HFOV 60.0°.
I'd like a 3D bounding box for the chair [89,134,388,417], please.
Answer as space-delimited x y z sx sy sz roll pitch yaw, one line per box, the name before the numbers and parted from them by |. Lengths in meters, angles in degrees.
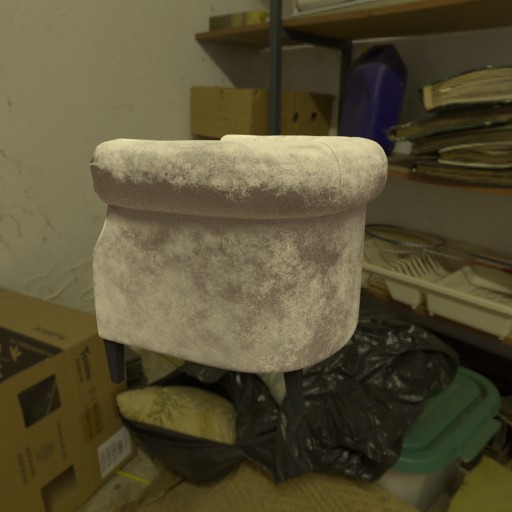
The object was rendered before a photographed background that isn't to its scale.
chair | 0.000 0.000 1.584 0.851 0.826 0.904 8 18 24
